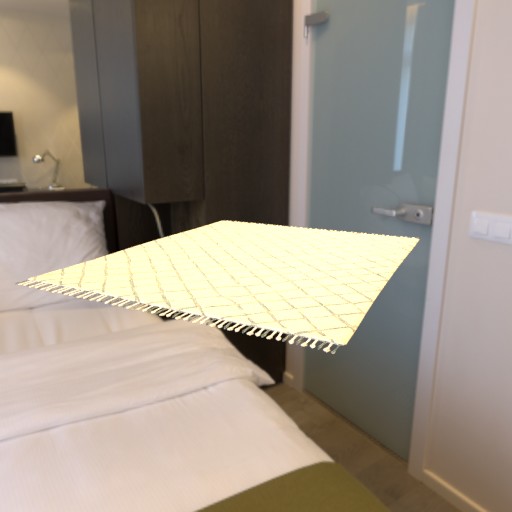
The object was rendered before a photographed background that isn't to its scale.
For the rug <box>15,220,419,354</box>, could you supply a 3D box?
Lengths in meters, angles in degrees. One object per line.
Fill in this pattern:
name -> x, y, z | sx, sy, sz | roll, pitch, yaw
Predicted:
rug -> 0.000, 0.000, 4.732 | 2.892, 0.036, 3.585 | 7, 16, 26
